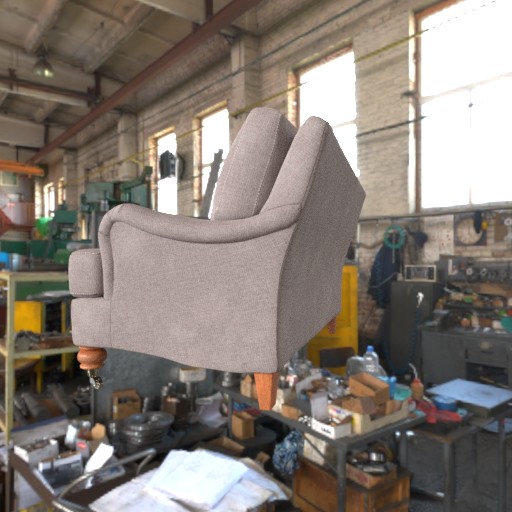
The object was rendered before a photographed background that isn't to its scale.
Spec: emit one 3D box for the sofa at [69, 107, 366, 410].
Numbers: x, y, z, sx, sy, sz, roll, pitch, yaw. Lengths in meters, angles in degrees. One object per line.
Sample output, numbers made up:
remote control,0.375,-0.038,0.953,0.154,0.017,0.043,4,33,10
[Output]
sofa,0.000,0.000,2.485,1.084,1.101,1.853,0,0,18
